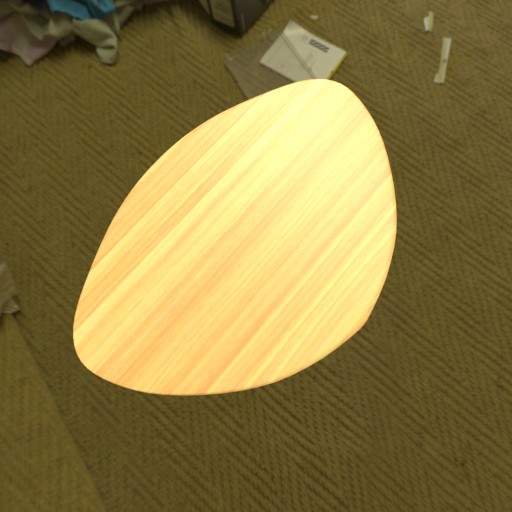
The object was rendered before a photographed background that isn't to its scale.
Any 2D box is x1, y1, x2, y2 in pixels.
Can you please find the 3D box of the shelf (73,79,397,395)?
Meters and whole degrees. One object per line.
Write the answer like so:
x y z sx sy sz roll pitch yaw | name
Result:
0.000 0.000 1.606 0.845 0.440 1.246 39 78 10 | shelf
